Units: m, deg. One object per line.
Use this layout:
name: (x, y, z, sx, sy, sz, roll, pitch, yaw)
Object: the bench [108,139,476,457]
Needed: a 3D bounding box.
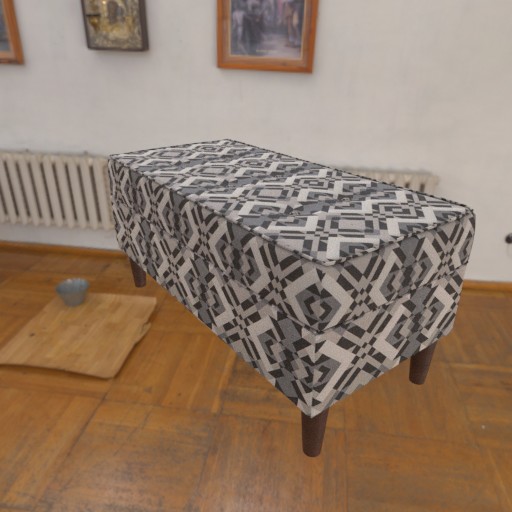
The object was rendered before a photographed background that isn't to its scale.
bench: (0.000, 0.000, 1.292, 0.492, 0.477, 1.016, -18, 31, -33)
